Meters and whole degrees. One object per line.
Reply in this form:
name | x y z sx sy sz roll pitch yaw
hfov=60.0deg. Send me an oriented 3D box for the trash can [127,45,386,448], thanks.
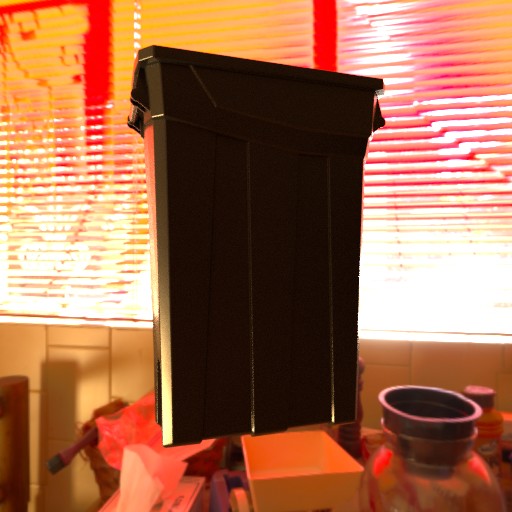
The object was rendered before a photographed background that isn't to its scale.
trash can | 0.000 0.000 1.007 0.559 0.762 0.281 0 0 -18
